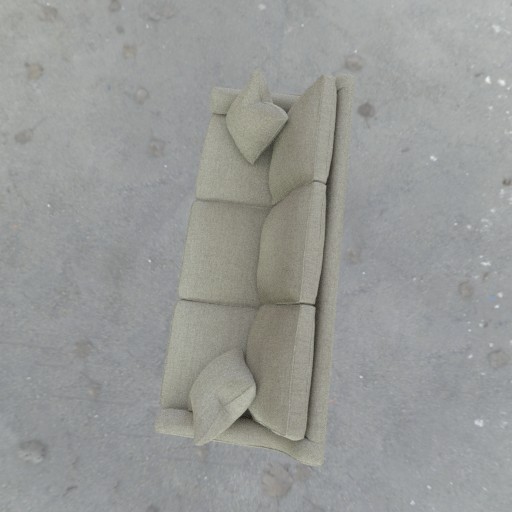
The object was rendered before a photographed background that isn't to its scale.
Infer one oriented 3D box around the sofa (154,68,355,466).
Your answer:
[{"bbox_3d":[0.000,0.000,2.561,0.865,0.914,2.031,7,76,2],"label":"sofa"}]
